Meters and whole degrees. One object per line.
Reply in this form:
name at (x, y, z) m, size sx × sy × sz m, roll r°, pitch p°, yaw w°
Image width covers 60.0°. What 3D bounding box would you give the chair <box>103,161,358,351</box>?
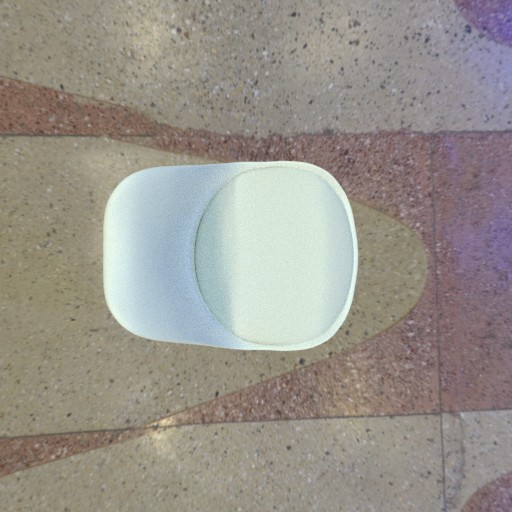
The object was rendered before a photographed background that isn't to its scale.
chair at (0.000, 0.000, 1.199) m, size 0.550 × 0.850 × 0.485 m, roll 0°, pitch 89°, yaw 0°
